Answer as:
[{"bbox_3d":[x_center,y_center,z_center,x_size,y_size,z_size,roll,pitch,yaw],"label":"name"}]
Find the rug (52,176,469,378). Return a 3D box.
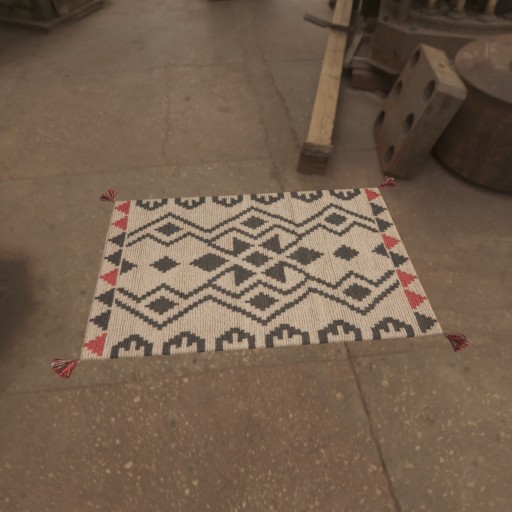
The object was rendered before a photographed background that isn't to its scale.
[{"bbox_3d":[0.000,0.000,2.626,2.069,0.067,1.444,-3,46,-3],"label":"rug"}]
